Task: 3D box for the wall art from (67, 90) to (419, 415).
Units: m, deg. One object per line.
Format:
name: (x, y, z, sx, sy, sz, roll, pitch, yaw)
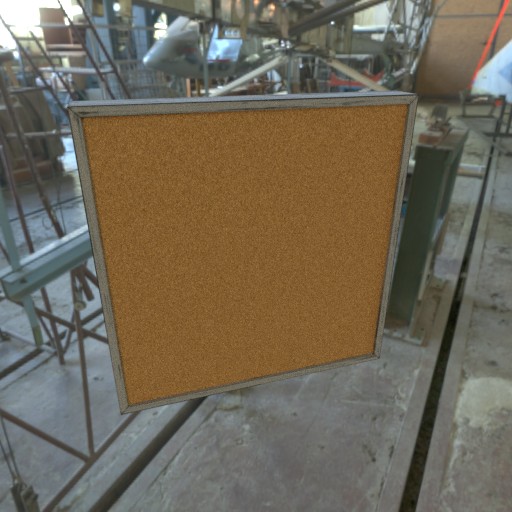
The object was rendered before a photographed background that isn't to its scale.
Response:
wall art: (0.000, 0.000, 0.448, 0.303, 0.303, 0.036, -8, 27, -16)
